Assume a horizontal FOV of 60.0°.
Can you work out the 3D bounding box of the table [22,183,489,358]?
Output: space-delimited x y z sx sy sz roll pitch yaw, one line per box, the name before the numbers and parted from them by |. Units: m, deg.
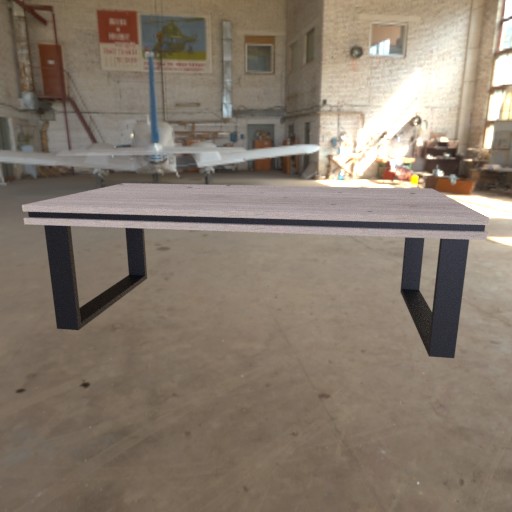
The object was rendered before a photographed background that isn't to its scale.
table | 0.000 0.000 1.654 1.350 0.450 0.700 2 15 9
